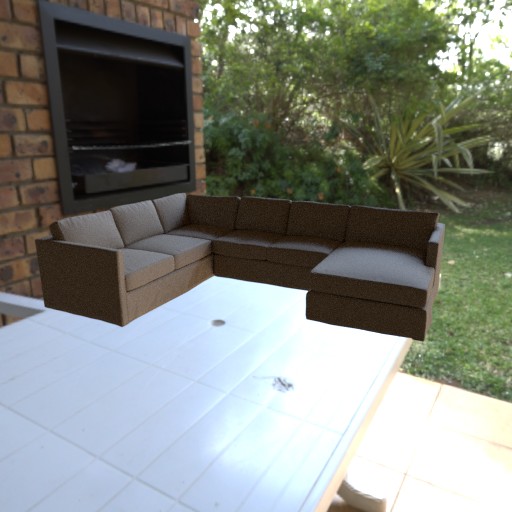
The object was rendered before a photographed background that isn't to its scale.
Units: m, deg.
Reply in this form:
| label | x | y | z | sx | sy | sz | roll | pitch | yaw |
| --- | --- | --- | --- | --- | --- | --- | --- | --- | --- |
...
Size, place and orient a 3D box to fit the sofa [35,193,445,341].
| label | x | y | z | sx | sy | sz | roll | pitch | yaw |
| --- | --- | --- | --- | --- | --- | --- | --- | --- | --- |
| sofa | 0.000 | 0.000 | 4.537 | 3.460 | 0.882 | 2.427 | 8 | 18 | 25 |
